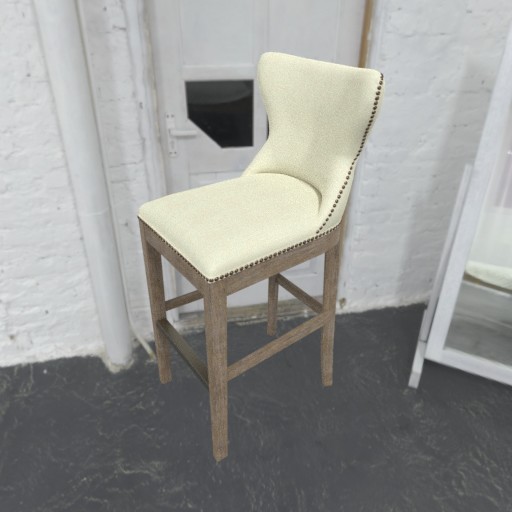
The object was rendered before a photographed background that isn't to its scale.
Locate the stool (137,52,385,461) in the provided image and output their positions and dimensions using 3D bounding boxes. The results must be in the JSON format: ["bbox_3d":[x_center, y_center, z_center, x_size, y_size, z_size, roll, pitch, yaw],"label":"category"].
[{"bbox_3d":[0.000,0.000,1.417,0.606,1.123,0.494,-21,37,-30],"label":"stool"}]
